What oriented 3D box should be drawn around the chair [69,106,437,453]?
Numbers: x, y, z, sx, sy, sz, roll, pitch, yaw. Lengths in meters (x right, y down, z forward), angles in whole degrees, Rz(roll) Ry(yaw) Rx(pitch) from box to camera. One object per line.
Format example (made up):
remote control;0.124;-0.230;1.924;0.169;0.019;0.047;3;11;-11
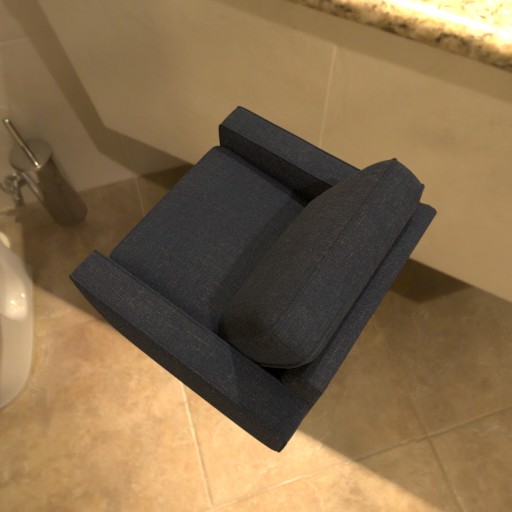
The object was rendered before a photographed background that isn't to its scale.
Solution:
chair;0.000;0.000;1.689;0.940;0.919;1.017;33;68;15
